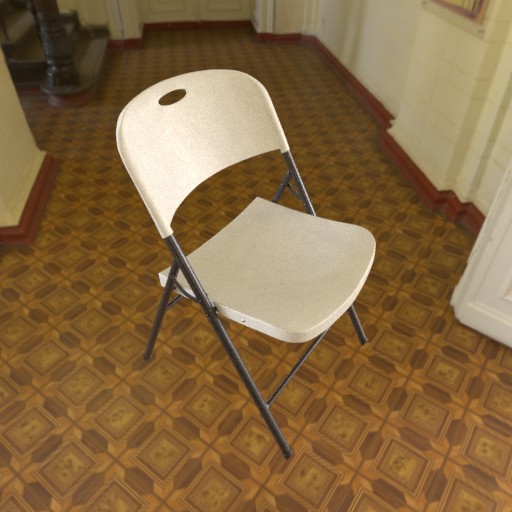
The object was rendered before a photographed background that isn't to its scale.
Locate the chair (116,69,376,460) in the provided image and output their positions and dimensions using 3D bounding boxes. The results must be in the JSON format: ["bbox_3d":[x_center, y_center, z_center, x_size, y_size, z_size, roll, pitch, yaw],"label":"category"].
[{"bbox_3d":[0.000,0.000,1.182,0.566,0.810,0.494,25,47,26],"label":"chair"}]
